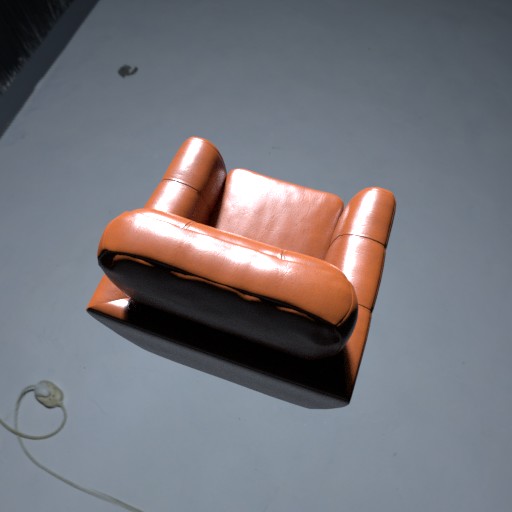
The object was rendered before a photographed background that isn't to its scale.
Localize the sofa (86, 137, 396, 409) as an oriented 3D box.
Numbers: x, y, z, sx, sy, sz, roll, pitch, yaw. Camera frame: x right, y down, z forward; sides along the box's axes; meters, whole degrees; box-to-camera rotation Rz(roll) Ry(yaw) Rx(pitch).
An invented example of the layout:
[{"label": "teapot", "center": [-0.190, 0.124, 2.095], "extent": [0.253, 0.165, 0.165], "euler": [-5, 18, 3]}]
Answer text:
[{"label": "sofa", "center": [0.000, 0.000, 1.524], "extent": [0.836, 0.876, 0.789], "euler": [17, 66, 8]}]
